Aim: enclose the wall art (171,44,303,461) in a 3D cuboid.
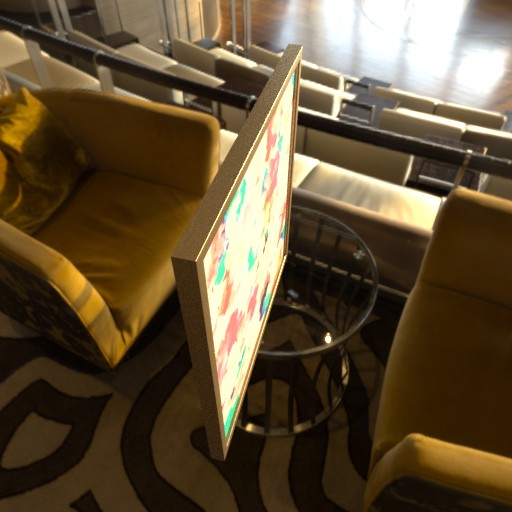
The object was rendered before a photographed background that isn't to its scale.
[{"bbox_3d":[0.000,0.000,1.136,0.036,0.765,0.767,11,47,10],"label":"wall art"}]
